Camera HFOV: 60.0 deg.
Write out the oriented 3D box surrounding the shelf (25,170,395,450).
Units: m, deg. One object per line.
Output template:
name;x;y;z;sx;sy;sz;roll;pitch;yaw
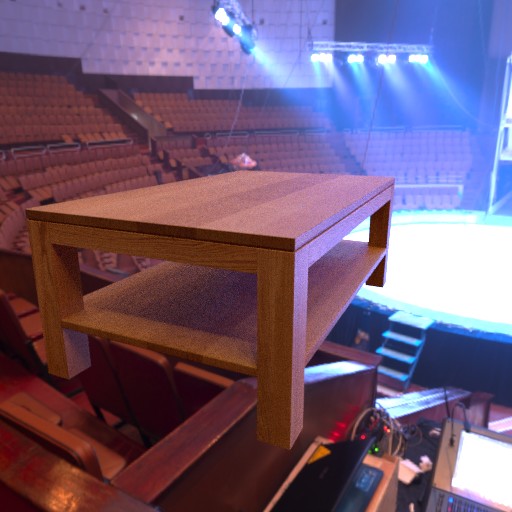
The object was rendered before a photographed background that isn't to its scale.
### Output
shelf;0.000;0.000;1.495;0.700;0.450;1.150;7;18;24
